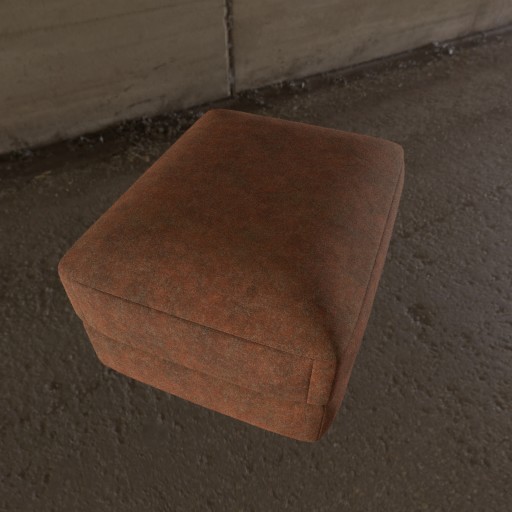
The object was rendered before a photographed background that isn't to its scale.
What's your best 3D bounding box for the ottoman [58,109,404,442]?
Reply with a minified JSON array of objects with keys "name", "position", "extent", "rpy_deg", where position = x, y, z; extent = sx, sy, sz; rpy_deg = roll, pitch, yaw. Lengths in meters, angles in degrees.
[{"name":"ottoman","position":[0.000,0.000,1.169],"extent":[0.635,0.508,0.787],"rpy_deg":[16,47,15]}]
